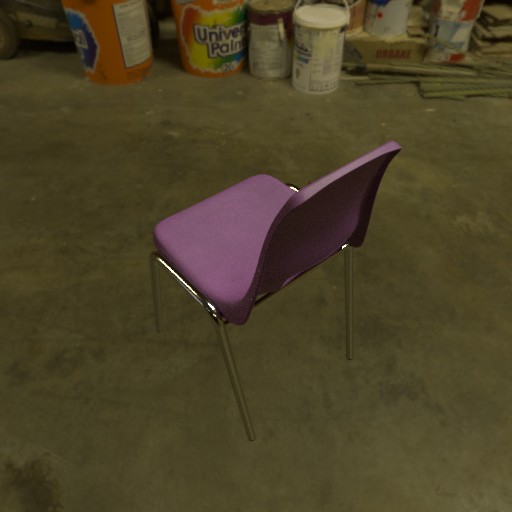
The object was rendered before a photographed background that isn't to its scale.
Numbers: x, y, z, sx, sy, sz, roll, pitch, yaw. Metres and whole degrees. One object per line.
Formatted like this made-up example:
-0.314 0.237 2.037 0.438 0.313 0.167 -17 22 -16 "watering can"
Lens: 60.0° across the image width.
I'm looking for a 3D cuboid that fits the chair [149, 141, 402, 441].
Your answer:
0.000 0.000 0.957 0.381 0.704 0.432 -31 54 -26 "chair"
